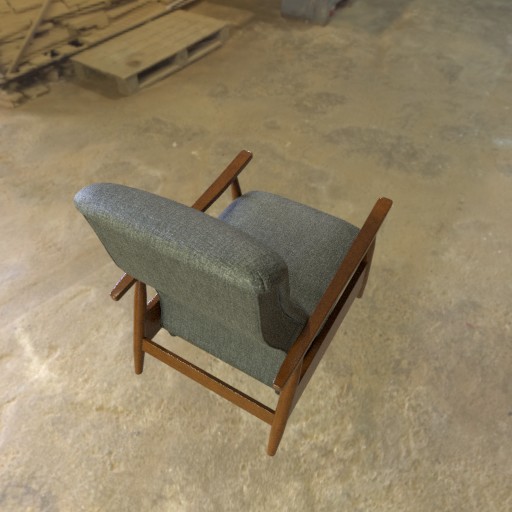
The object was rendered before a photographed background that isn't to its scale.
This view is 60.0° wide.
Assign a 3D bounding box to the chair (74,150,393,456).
[{"bbox_3d":[0.000,0.000,1.793,0.762,1.082,1.030,24,51,21],"label":"chair"}]
